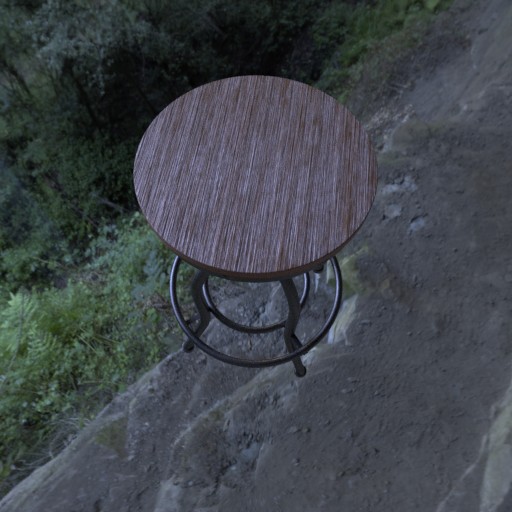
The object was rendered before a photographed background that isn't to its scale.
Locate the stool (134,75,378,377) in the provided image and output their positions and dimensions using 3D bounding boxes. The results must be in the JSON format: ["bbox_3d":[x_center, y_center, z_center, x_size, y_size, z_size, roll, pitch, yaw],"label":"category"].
[{"bbox_3d":[0.000,0.000,0.909,0.439,0.609,0.439,-30,67,-14],"label":"stool"}]
